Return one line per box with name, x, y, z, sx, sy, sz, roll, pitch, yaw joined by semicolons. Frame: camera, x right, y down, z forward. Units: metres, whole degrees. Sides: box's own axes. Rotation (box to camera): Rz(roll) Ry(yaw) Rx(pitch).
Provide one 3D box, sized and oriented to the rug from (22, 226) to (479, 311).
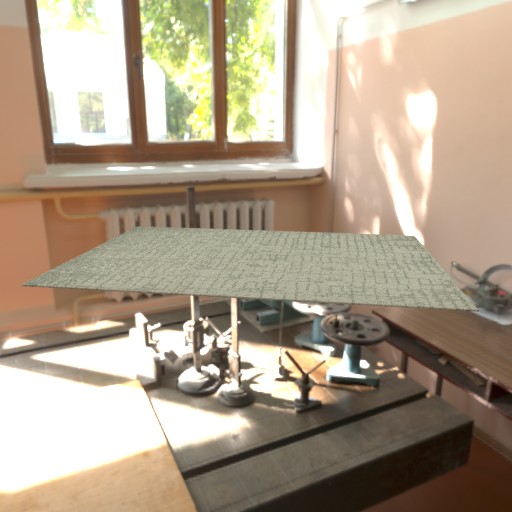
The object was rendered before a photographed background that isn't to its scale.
rug;0.000;0.000;2.316;1.827;0.007;1.211;2;16;8
